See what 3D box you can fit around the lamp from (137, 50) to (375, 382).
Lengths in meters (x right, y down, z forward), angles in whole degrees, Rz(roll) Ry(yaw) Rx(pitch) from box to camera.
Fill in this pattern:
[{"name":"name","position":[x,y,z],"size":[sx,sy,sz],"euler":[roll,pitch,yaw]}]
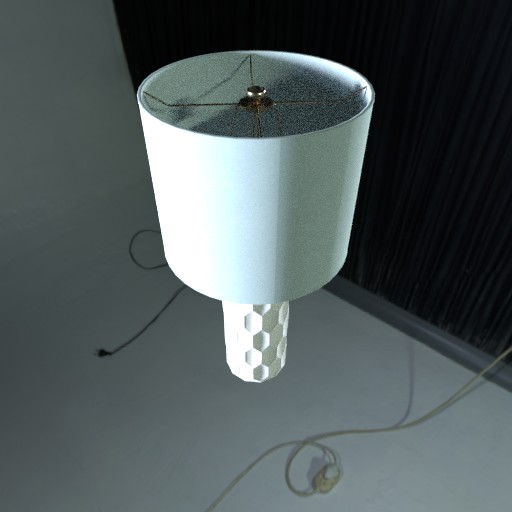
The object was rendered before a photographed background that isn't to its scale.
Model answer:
[{"name":"lamp","position":[0.000,0.000,0.701],"size":[0.277,0.534,0.277],"euler":[25,47,26]}]
